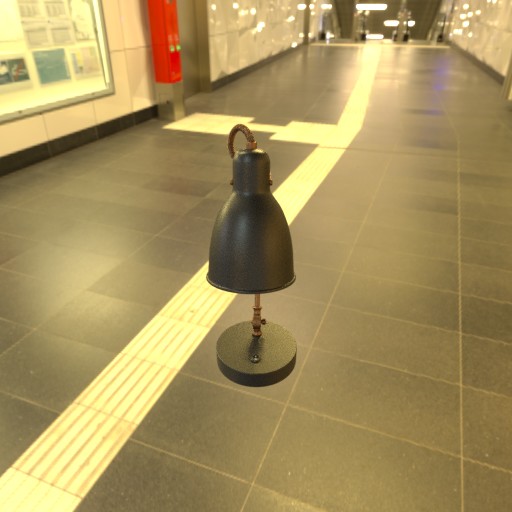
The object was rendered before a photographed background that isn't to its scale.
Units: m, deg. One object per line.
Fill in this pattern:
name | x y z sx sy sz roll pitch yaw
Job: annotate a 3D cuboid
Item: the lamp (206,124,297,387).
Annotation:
lamp | 0.000 0.000 0.875 0.187 0.587 0.561 1 30 2
